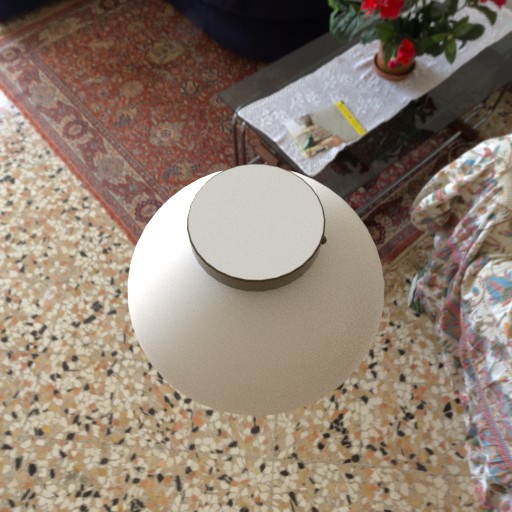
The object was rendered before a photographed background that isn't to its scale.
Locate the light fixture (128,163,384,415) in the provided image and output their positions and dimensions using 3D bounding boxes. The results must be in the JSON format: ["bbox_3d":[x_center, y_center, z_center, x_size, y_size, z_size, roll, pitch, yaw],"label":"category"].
[{"bbox_3d":[0.000,0.000,0.552,0.355,0.177,0.355,0,63,0],"label":"light fixture"}]
